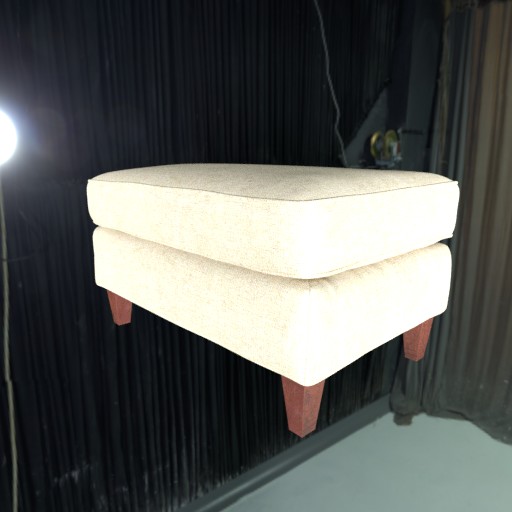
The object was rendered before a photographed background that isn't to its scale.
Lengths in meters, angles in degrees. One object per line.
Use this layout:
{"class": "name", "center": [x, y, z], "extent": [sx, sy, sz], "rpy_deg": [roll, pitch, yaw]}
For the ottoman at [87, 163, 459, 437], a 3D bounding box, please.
{"class": "ottoman", "center": [0.000, 0.000, 1.207], "extent": [0.583, 0.484, 0.862], "rpy_deg": [-12, 18, -42]}
